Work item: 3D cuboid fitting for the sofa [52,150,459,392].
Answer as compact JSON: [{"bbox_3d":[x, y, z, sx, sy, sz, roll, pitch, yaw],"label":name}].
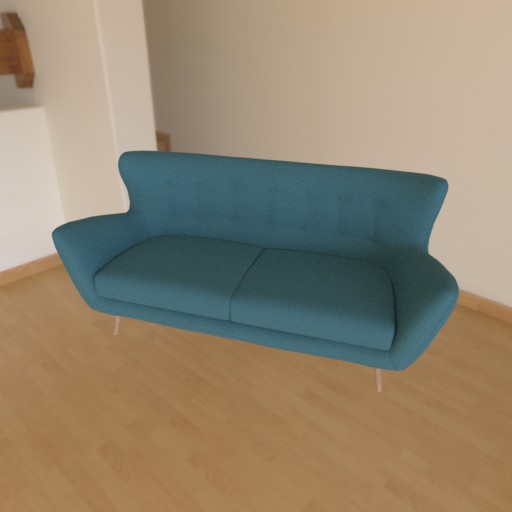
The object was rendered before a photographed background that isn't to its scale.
[{"bbox_3d":[0.000,0.000,2.397,1.930,0.890,0.889,8,28,16],"label":"sofa"}]
